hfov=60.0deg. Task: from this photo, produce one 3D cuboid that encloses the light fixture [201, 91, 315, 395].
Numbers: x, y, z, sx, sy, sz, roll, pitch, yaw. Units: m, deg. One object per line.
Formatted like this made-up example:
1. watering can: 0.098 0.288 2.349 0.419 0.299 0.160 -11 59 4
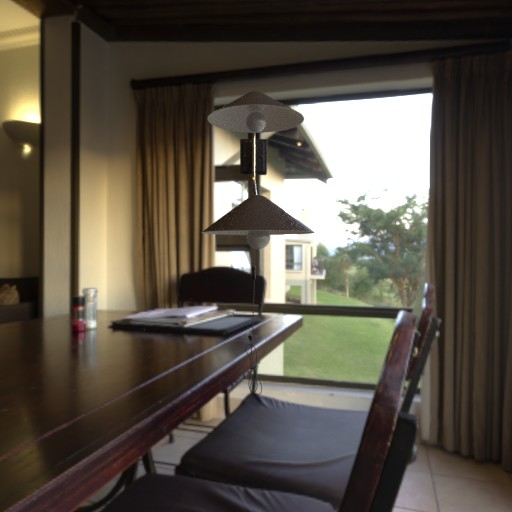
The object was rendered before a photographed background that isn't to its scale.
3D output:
1. light fixture: 0.000 0.000 0.860 0.189 0.665 0.422 0 1 -2
